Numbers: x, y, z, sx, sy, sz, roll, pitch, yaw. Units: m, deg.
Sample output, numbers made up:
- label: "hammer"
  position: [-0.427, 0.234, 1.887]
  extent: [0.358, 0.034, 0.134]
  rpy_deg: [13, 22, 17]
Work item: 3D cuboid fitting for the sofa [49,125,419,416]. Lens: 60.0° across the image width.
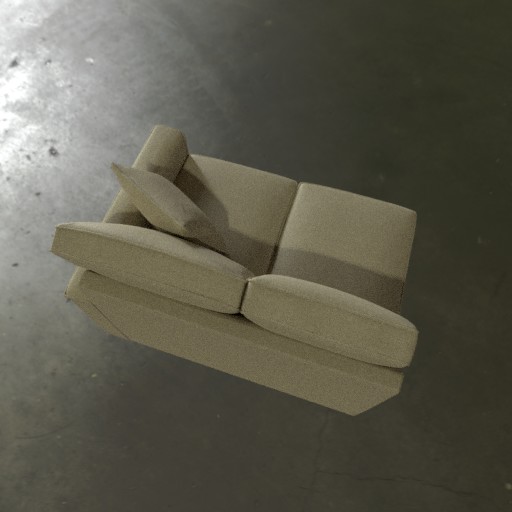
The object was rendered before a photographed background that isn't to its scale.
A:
- label: "sofa"
  position: [0.000, 0.000, 2.075]
  extent: [1.388, 0.989, 0.991]
  rpy_deg: [17, 65, 8]
